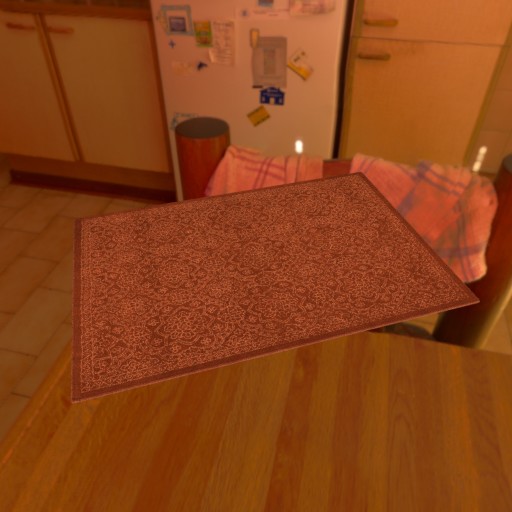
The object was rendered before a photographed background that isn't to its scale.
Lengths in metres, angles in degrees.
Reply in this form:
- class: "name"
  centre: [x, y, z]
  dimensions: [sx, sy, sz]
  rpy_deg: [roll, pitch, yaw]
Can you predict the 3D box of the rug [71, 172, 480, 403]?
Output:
- class: "rug"
  centre: [0.000, 0.000, 2.314]
  dimensions: [1.829, 0.010, 1.219]
  rpy_deg: [-11, 43, -12]
